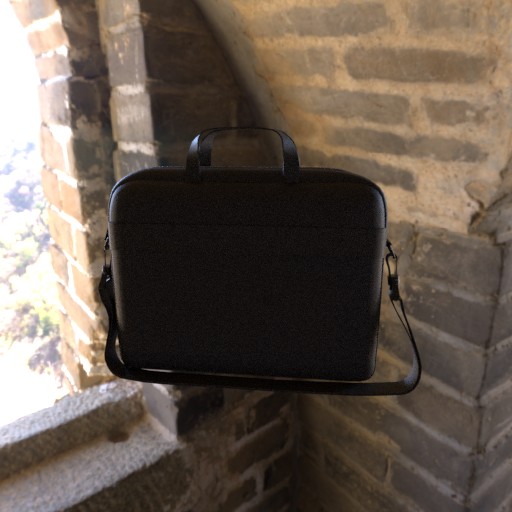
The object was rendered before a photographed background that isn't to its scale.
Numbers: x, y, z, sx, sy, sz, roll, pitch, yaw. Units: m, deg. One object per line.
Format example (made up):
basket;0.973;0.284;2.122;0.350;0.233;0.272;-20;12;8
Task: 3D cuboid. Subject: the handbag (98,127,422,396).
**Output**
handbag;0.000;0.000;0.595;0.429;0.330;0.126;2;15;7
